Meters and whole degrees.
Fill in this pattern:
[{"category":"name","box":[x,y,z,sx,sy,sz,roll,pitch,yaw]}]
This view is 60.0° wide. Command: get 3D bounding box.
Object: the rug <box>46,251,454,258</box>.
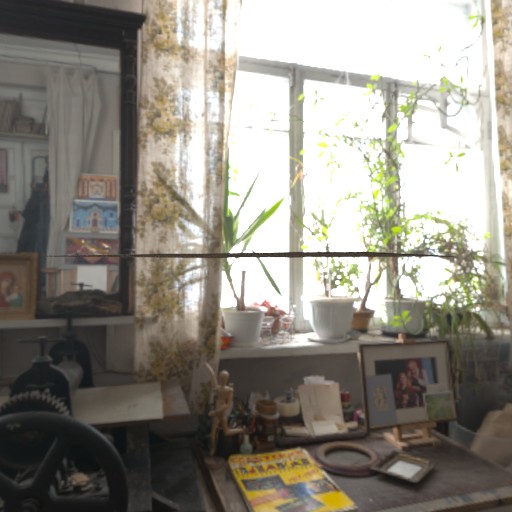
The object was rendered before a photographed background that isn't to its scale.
[{"category":"rug","box":[0.000,0.000,4.159,3.048,0.013,2.438,0,-1,34]}]
